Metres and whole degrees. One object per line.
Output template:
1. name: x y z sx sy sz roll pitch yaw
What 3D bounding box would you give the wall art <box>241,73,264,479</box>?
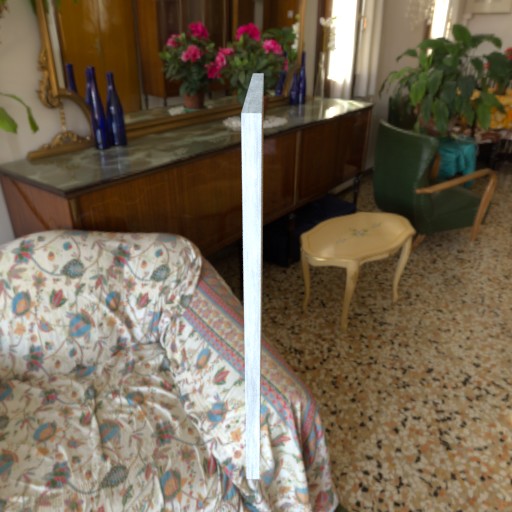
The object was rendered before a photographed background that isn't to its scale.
1. wall art: 0.000 0.000 0.812 0.022 0.582 0.479 1 27 1
